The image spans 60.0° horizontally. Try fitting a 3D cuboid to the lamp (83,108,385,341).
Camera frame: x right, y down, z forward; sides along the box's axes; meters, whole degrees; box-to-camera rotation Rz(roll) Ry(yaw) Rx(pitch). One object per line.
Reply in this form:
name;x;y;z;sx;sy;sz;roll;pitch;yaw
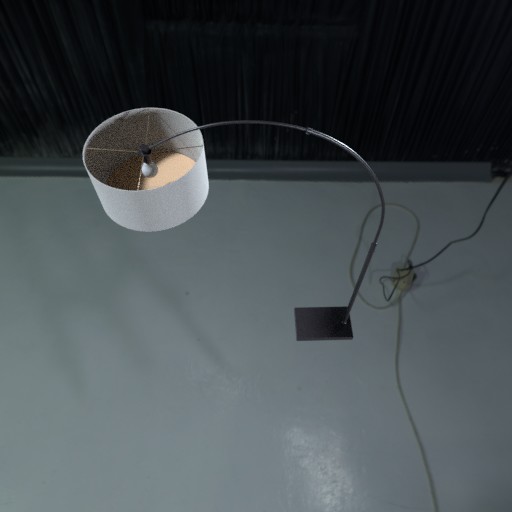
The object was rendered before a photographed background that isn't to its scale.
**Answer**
lamp;0.000;0.000;2.543;1.424;1.927;0.493;-1;57;-1
